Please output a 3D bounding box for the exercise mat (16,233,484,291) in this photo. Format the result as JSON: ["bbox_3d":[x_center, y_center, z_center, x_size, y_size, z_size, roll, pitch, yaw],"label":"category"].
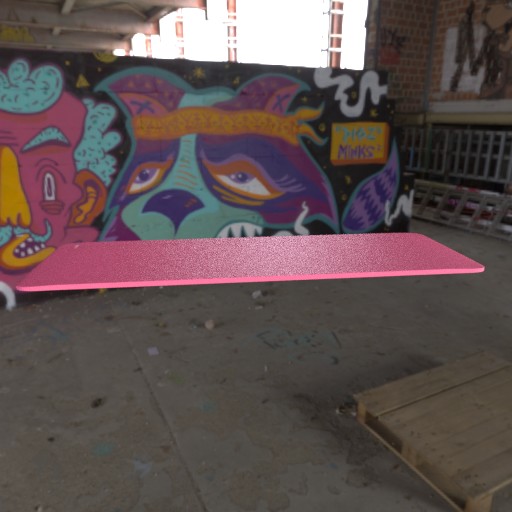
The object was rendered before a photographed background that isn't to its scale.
[{"bbox_3d":[0.000,0.000,2.024,1.884,0.021,0.616,-2,17,-7],"label":"exercise mat"}]
